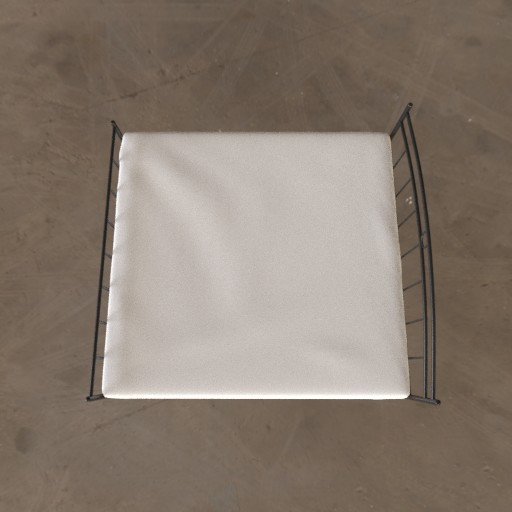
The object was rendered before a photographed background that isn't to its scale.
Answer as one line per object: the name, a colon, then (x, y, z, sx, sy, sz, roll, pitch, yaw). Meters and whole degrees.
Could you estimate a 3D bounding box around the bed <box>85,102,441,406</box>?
bed: (0.000, 0.000, 3.023, 2.040, 0.940, 1.880, 0, 76, 0)
